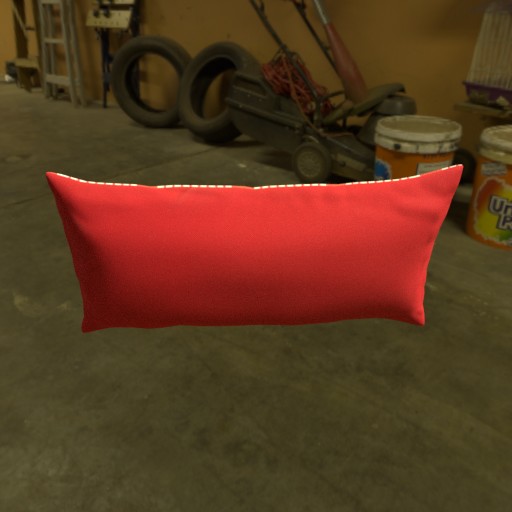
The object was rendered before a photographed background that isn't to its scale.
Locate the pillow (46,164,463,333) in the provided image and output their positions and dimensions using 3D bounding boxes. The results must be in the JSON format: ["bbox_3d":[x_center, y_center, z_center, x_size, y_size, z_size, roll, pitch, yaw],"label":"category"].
[{"bbox_3d":[0.000,0.000,0.715,0.608,0.297,0.151,-1,29,-2],"label":"pillow"}]
